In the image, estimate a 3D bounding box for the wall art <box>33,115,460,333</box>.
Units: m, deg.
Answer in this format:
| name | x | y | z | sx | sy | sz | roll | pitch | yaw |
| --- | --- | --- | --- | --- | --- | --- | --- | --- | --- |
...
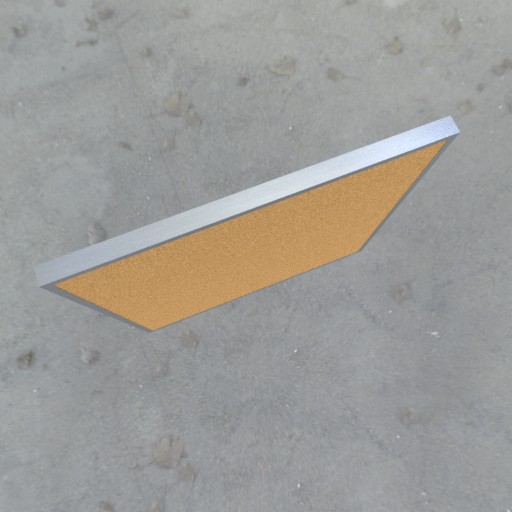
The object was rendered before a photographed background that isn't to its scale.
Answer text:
| name | x | y | z | sx | sy | sz | roll | pitch | yaw |
| --- | --- | --- | --- | --- | --- | --- | --- | --- | --- |
| wall art | 0.000 | 0.000 | 1.184 | 0.806 | 0.806 | 0.038 | -21 | 76 | -6 |
